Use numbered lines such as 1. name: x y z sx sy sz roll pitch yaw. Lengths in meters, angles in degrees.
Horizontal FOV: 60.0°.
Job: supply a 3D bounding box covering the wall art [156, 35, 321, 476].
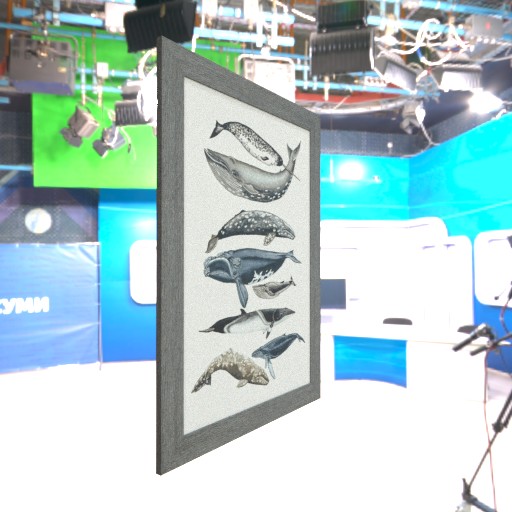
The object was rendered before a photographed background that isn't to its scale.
1. wall art: 0.000 0.000 1.385 0.020 1.070 0.768 0 -1 38
